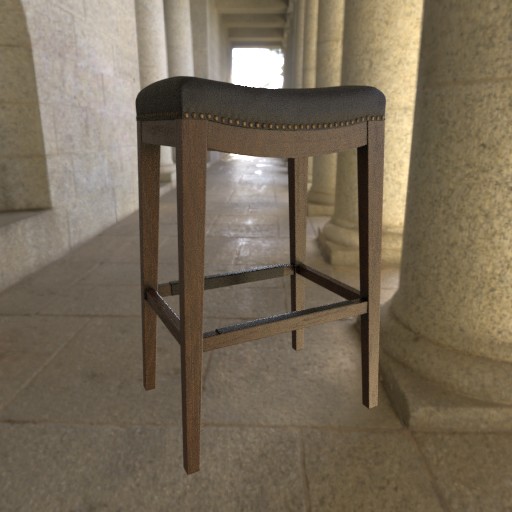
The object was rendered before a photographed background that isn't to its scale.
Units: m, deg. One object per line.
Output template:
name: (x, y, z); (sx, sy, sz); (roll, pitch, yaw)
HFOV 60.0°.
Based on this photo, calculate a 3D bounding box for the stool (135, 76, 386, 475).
stool: (0.000, 0.000, 1.052); (0.500, 0.765, 0.361); (-8, 18, -26)
